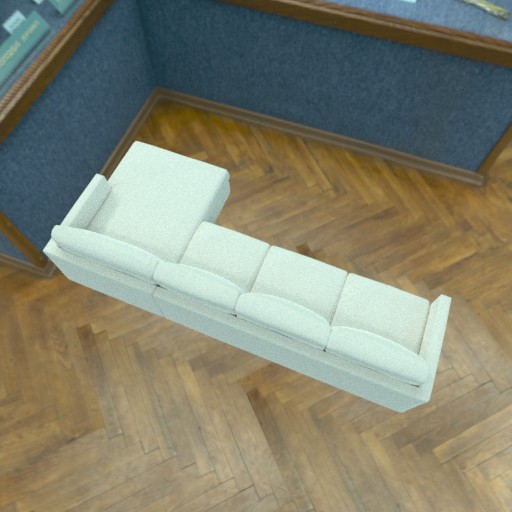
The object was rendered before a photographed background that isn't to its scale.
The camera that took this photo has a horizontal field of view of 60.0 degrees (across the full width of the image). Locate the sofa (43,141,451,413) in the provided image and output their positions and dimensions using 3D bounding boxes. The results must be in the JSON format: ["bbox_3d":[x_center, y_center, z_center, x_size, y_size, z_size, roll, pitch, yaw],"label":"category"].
[{"bbox_3d":[0.000,0.000,4.189,3.471,0.954,1.606,20,65,10],"label":"sofa"}]
